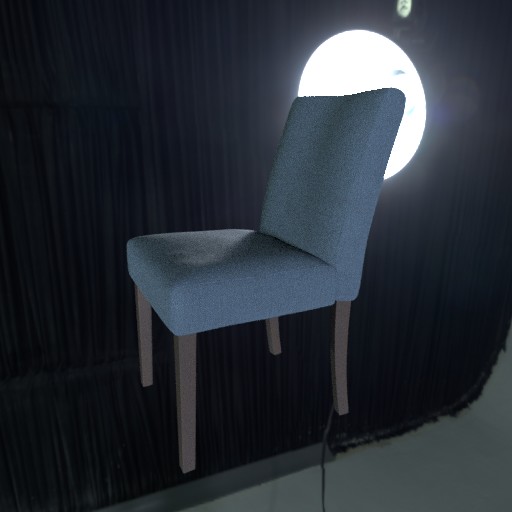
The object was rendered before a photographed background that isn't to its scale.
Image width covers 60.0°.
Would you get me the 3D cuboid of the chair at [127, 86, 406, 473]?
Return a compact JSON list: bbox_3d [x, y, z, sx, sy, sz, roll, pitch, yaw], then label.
[{"bbox_3d":[0.000,0.000,1.240,0.629,0.882,0.487,-8,18,-26],"label":"chair"}]
